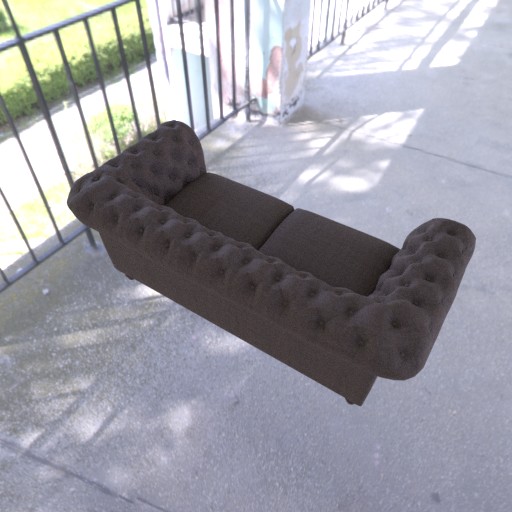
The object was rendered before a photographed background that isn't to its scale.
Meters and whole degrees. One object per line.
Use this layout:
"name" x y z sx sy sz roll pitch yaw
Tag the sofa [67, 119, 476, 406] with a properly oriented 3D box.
"sofa" 0.000 0.000 2.522 2.048 0.780 0.944 25 51 22
